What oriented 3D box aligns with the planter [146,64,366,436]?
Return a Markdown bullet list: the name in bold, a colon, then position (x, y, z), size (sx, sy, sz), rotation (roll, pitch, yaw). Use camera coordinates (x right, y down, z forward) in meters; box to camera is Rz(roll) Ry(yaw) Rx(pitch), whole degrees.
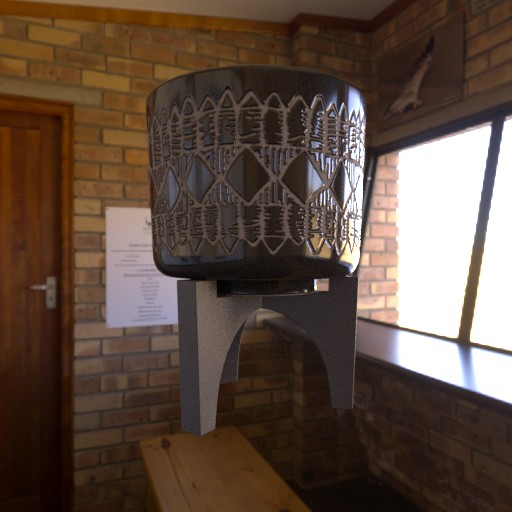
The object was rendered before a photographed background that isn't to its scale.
- **planter**: position (0.000, 0.000, 0.267), size (0.129, 0.177, 0.129), rotation (0, 0, 0)
